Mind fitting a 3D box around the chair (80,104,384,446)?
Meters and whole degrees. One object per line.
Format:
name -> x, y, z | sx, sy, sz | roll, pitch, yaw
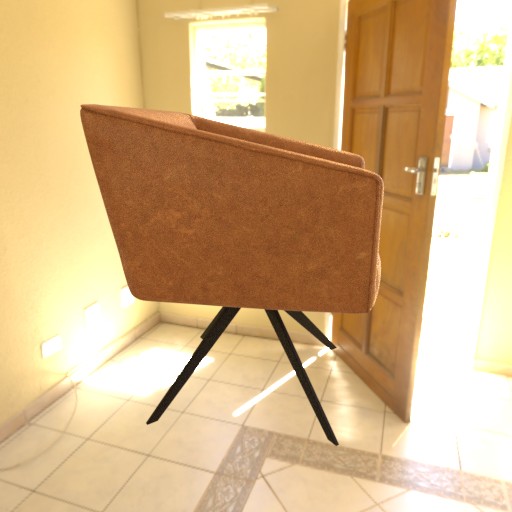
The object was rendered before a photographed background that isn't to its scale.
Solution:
chair -> 0.000, 0.000, 1.198 | 0.625, 0.760, 0.588 | 3, 17, 9
